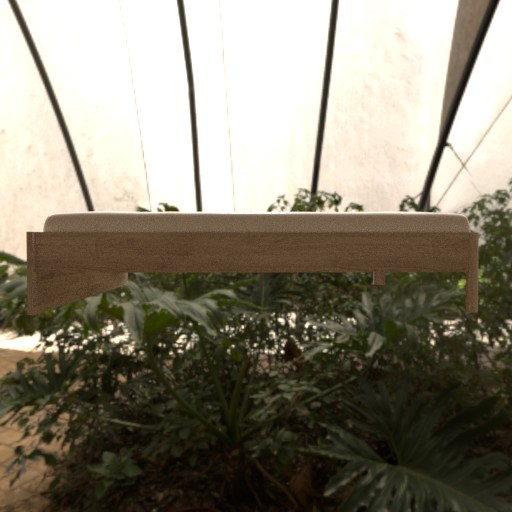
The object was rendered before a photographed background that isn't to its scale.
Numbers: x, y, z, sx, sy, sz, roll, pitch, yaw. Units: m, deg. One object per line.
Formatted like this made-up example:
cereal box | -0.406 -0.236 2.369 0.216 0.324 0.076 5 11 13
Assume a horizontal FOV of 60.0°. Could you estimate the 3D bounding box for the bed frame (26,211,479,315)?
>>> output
bed frame | 0.000 0.000 2.619 1.950 0.462 1.490 0 1 -1
